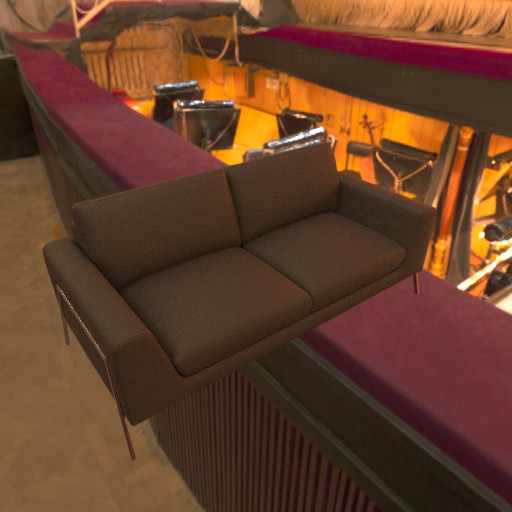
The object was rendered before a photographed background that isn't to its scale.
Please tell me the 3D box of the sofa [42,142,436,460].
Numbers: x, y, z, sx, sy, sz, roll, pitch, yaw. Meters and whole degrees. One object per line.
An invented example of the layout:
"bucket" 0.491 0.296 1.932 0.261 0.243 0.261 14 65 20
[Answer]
"sofa" 0.000 0.000 2.505 2.017 0.875 0.953 -21 37 -31
